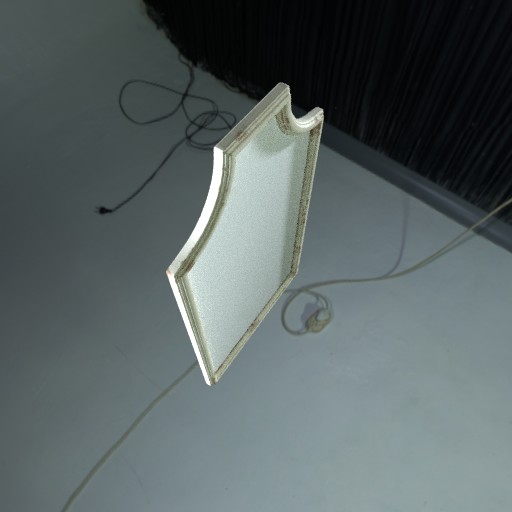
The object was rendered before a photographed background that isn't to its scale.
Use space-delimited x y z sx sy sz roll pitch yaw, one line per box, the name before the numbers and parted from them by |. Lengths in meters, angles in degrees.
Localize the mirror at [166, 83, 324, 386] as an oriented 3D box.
mirror | 0.000 0.000 0.888 0.022 0.717 0.403 31 64 17
